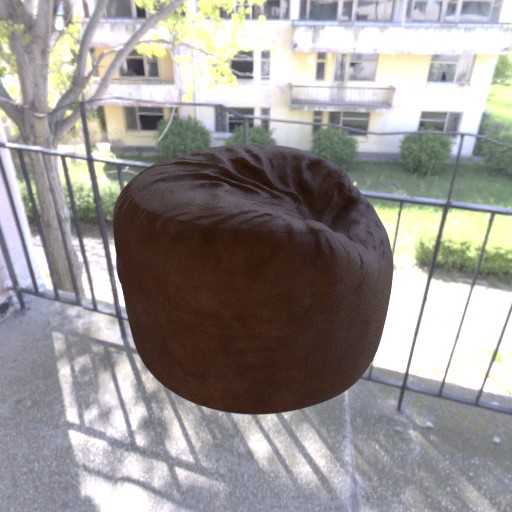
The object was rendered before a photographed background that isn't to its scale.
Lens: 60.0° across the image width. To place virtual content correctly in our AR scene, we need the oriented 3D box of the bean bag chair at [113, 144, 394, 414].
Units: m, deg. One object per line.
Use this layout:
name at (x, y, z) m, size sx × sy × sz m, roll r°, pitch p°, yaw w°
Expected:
bean bag chair at (0.000, 0.000, 1.521) m, size 0.918 × 0.616 × 0.918 m, roll 0°, pitch 29°, yaw 0°
